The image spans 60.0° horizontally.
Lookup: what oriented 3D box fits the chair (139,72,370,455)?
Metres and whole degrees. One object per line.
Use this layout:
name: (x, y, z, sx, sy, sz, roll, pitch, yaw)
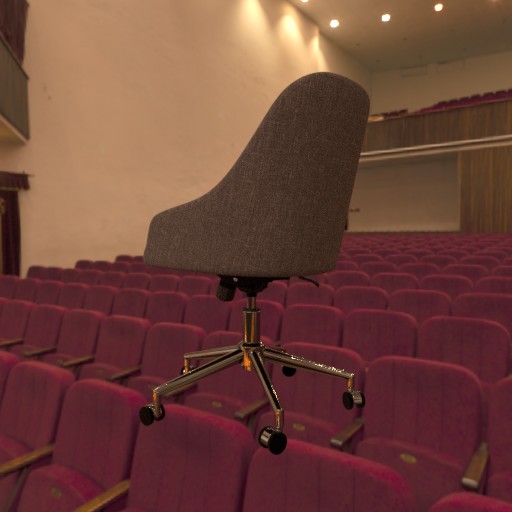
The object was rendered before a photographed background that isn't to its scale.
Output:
chair: (0.000, 0.000, 1.424, 0.712, 0.950, 0.671, 2, 3, 36)
